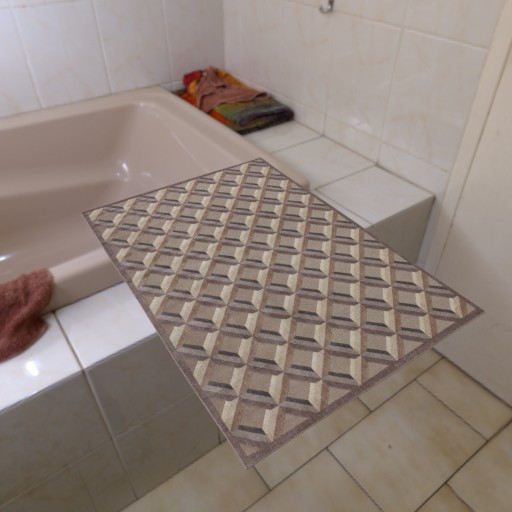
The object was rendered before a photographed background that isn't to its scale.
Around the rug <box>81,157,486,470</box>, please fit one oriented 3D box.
[{"bbox_3d":[0.000,0.000,2.872,1.600,0.013,2.260,-23,45,-25],"label":"rug"}]
